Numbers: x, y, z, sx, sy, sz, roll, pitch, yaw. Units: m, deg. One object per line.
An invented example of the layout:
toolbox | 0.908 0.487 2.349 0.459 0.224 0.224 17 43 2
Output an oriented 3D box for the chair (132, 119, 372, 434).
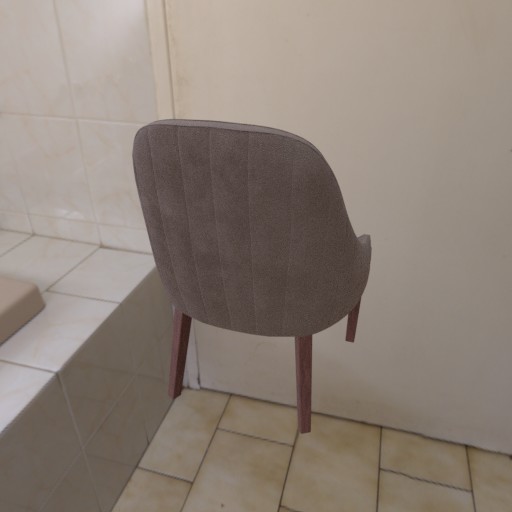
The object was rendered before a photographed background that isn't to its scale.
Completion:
chair | 0.000 0.000 1.299 0.643 0.889 0.575 9 31 16
